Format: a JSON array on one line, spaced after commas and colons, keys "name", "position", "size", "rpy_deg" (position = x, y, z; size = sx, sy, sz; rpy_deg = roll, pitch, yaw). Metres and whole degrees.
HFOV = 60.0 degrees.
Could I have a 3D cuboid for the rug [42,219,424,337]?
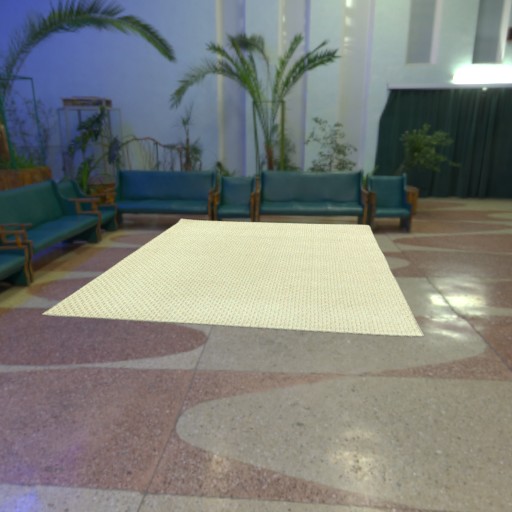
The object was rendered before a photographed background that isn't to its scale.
[{"name": "rug", "position": [0.000, 0.000, 3.959], "size": [2.277, 0.035, 2.897], "rpy_deg": [2, 16, 8]}]
